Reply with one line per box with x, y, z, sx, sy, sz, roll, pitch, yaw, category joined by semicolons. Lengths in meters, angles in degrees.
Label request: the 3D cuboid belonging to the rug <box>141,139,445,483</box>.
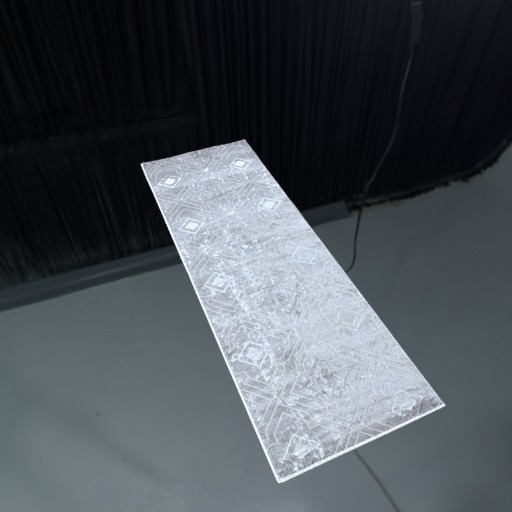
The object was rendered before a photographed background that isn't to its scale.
0.000;0.000;2.633;0.832;0.035;2.381;-17;49;-16;rug
